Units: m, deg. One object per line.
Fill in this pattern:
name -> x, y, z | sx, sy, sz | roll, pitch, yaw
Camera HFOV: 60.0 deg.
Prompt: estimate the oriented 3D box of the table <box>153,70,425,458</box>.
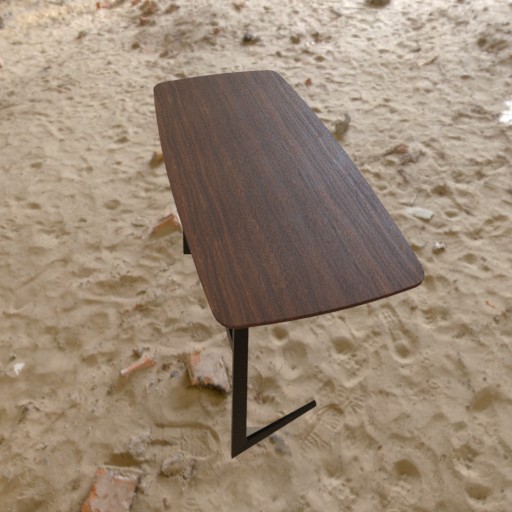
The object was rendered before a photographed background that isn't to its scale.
table -> 0.000, 0.000, 1.100 | 0.361, 0.576, 0.804 | -11, 47, -11
